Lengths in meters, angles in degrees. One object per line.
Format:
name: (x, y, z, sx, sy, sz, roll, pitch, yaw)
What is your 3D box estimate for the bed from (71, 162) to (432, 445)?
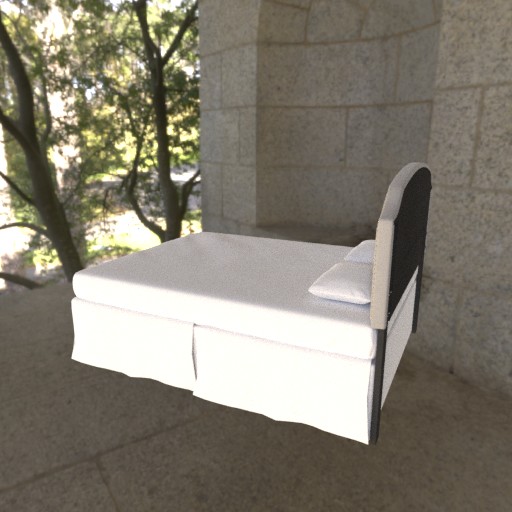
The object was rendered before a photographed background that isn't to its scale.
bed: (0.000, 0.000, 2.981, 1.999, 1.270, 1.558, 7, 16, 26)
